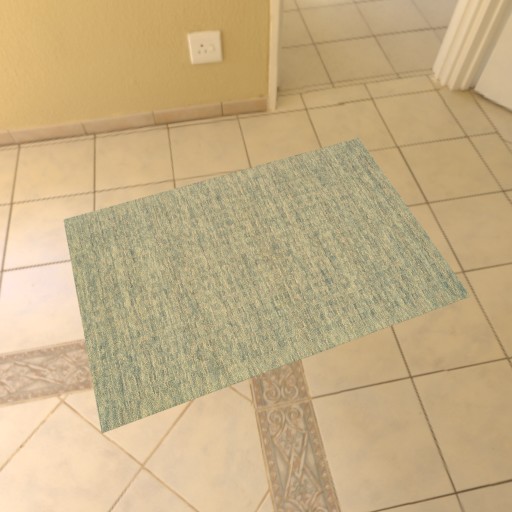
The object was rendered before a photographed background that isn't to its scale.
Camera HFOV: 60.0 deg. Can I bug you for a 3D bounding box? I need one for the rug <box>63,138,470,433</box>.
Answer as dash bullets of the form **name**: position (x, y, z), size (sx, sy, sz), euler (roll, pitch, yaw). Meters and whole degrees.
- **rug**: position (0.000, 0.000, 2.230), size (1.752, 0.006, 1.142), euler (-18, 60, -11)
